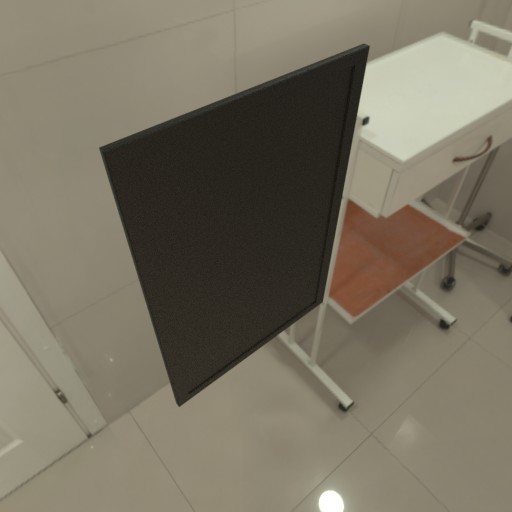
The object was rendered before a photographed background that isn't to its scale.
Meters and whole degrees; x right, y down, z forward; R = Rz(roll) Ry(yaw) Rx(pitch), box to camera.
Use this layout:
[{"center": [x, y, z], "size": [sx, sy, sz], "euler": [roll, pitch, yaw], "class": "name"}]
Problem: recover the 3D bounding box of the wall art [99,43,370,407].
[{"center": [0.000, 0.000, 0.837], "size": [0.451, 0.661, 0.012], "euler": [-31, 55, -26], "class": "wall art"}]
